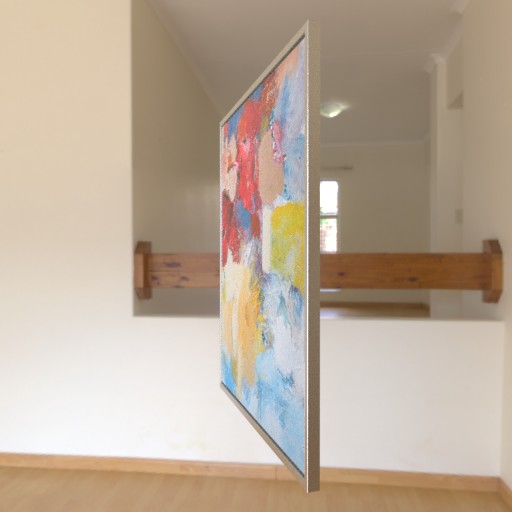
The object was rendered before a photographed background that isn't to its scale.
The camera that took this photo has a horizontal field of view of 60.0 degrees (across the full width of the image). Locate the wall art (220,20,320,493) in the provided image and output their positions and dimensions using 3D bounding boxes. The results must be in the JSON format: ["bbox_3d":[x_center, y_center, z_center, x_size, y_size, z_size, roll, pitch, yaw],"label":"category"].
[{"bbox_3d":[0.000,0.000,1.372,0.030,1.046,0.816,0,0,-18],"label":"wall art"}]
